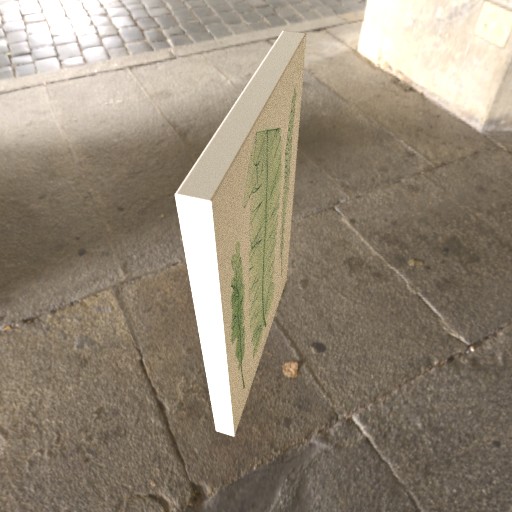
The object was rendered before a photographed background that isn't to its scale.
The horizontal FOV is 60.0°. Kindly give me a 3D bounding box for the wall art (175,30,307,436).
[{"bbox_3d":[0.000,0.000,0.788,0.038,0.608,0.418,13,49,11],"label":"wall art"}]
